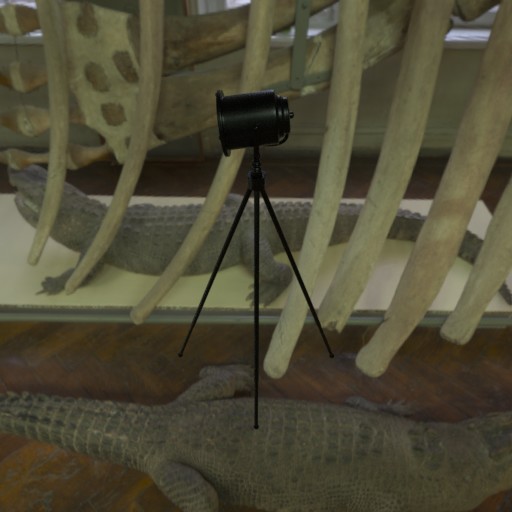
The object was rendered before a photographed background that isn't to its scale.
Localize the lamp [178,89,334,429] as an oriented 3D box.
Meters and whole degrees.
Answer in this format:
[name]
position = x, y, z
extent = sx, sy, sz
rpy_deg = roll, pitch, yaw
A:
[lamp]
position = 0.000, 0.000, 2.033
extent = 0.884, 1.504, 0.879
rpy_deg = 0, 40, 0
